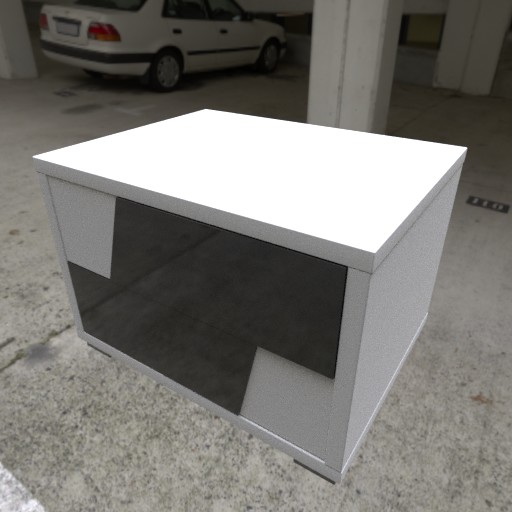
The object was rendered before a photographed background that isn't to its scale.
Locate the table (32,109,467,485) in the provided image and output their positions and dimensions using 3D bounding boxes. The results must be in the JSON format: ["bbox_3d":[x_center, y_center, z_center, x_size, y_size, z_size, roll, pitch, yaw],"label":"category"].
[{"bbox_3d":[0.000,0.000,0.750,0.517,0.357,0.399,18,34,29],"label":"table"}]
